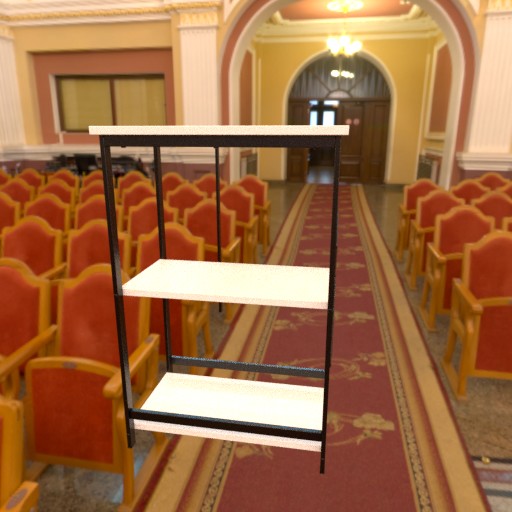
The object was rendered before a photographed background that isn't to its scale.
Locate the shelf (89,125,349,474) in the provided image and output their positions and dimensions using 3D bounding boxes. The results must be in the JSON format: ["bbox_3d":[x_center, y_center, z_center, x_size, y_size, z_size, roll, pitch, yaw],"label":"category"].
[{"bbox_3d":[0.000,0.000,1.349,0.498,0.750,0.902,3,16,10],"label":"shelf"}]
